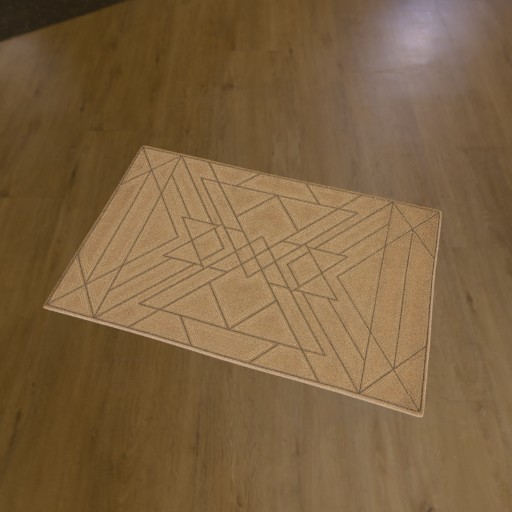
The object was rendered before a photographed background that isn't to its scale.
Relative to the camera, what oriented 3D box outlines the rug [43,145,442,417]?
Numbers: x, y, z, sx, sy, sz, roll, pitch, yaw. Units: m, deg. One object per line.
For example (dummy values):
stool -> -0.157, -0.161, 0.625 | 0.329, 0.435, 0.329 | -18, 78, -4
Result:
rug -> 0.000, 0.000, 3.127 | 2.459, 0.023, 1.575 | 14, 58, 9
